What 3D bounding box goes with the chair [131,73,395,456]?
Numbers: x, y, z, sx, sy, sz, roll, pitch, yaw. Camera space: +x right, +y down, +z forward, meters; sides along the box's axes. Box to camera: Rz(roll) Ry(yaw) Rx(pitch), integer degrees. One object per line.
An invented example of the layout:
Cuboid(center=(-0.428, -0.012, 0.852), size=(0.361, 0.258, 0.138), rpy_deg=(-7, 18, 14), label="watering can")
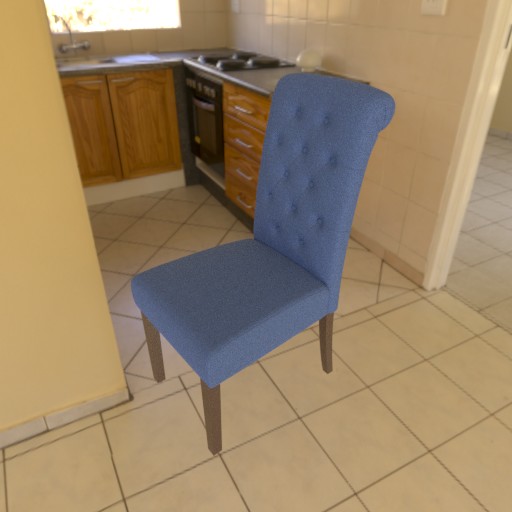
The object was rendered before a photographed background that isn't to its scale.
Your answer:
Cuboid(center=(0.000, 0.000, 1.401), size=(0.671, 1.006, 0.456), rpy_deg=(-22, 38, -32), label="chair")
